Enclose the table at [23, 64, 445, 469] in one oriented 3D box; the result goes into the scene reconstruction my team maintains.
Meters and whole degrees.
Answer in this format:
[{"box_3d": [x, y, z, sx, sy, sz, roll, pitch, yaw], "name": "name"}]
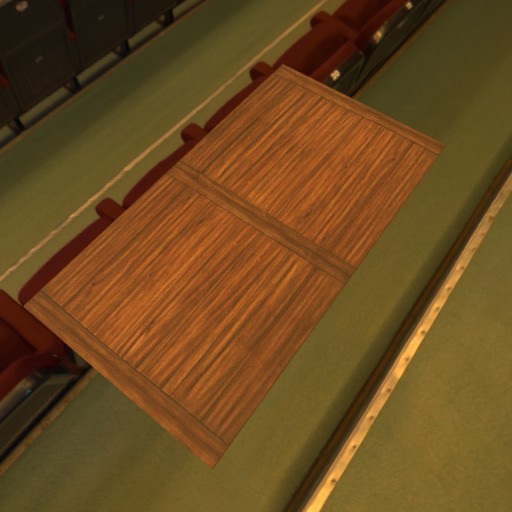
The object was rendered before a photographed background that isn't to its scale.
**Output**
[{"box_3d": [0.000, 0.000, 2.508, 1.071, 0.793, 1.966, 33, 67, 17], "name": "table"}]
